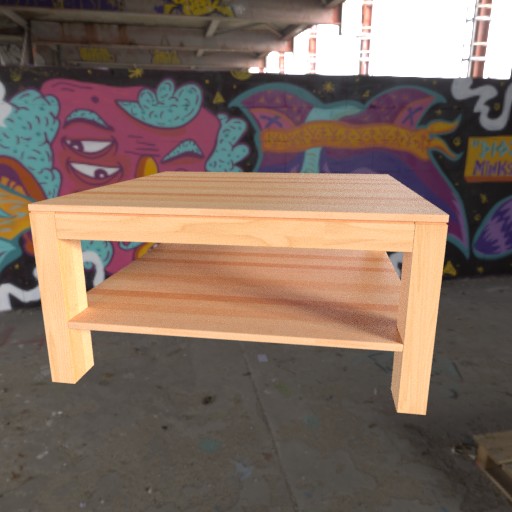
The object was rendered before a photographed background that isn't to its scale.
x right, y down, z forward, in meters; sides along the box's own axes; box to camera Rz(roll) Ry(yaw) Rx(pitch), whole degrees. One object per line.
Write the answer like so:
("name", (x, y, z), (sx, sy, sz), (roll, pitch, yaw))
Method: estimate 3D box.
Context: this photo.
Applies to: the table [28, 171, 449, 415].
("table", (0.000, 0.000, 1.418), (0.900, 0.450, 0.900), (2, 16, 8))
